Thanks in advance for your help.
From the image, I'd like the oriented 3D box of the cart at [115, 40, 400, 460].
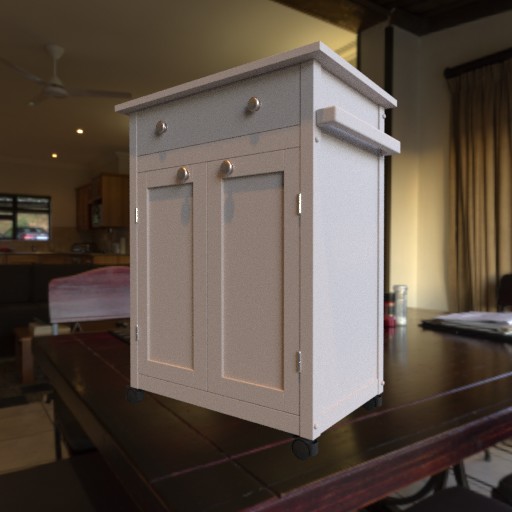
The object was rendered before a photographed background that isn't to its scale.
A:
[{"bbox_3d":[0.000,0.000,1.253,0.683,0.864,0.442,1,1,37],"label":"cart"}]
